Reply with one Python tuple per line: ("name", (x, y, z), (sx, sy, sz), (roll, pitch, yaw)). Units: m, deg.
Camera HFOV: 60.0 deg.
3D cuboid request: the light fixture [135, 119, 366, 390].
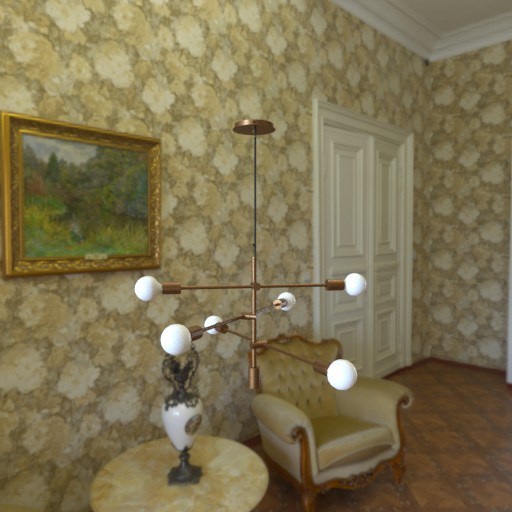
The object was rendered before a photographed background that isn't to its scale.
("light fixture", (0.000, 0.000, 1.261), (0.637, 0.744, 0.682), (0, 2, -1))
